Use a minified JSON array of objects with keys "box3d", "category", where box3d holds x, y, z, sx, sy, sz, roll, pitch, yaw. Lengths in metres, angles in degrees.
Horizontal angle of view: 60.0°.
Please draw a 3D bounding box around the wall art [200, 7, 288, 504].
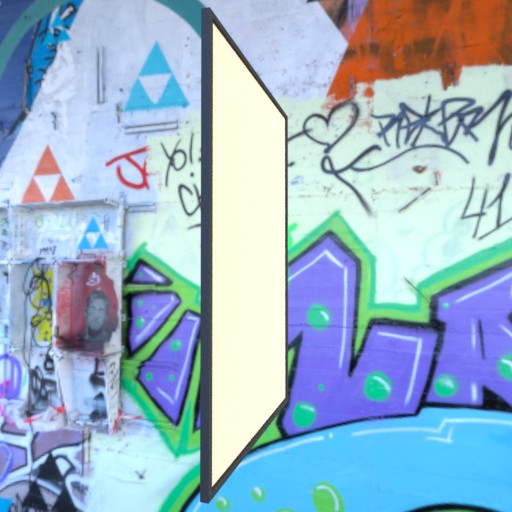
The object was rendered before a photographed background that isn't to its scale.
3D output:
[{"box3d":[0.000,0.000,0.810,0.013,0.660,0.460,0,-1,17],"category":"wall art"}]
